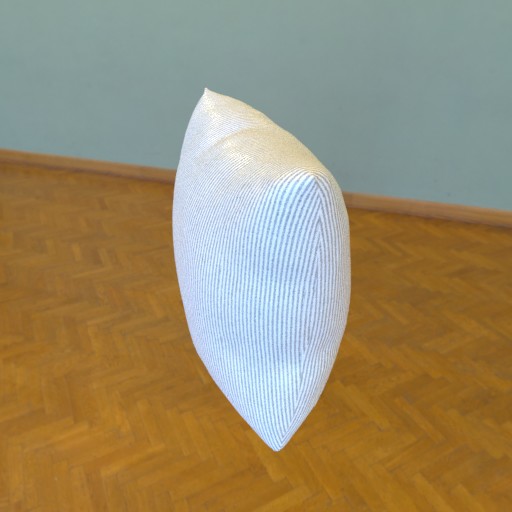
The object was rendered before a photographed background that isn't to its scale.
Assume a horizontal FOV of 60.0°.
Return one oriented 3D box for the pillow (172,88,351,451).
[{"bbox_3d":[0.000,0.000,0.696,0.310,0.432,0.387,9,33,14],"label":"pillow"}]
